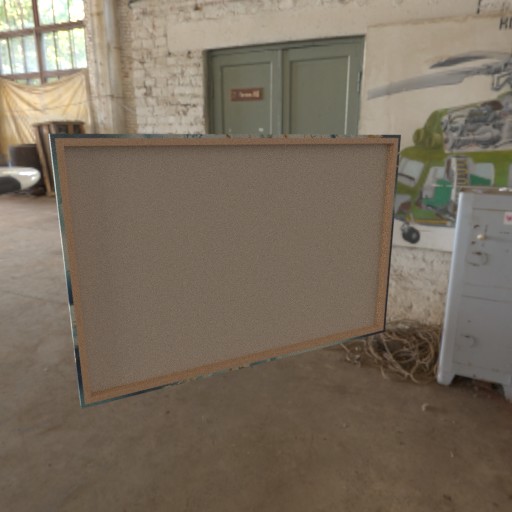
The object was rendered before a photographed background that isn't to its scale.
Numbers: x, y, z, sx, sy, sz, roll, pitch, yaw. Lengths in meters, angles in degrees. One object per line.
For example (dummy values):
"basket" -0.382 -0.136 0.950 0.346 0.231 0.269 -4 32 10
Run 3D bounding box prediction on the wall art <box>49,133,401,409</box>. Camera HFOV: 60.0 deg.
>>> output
"wall art" 0.000 0.000 1.434 1.138 0.759 0.035 -8 17 -26
